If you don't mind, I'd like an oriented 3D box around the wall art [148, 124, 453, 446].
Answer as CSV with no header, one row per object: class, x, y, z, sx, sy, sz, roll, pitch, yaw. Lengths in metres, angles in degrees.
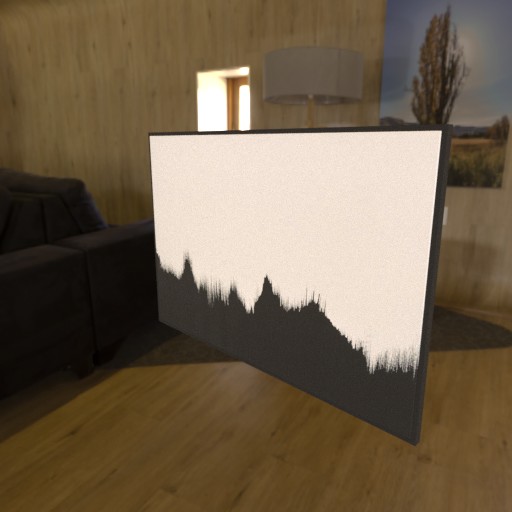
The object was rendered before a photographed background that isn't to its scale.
wall art,0.000,0.000,1.467,1.190,0.805,0.028,14,20,43
